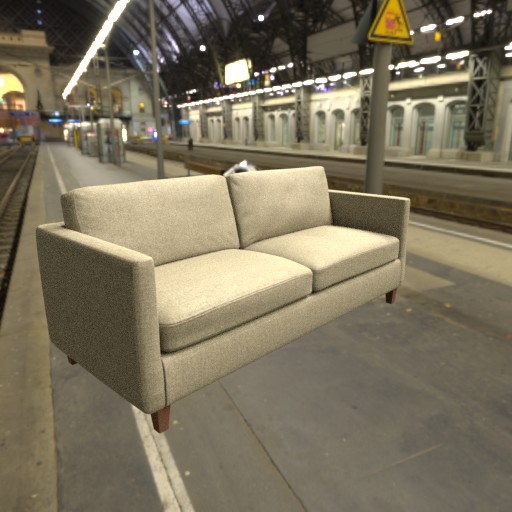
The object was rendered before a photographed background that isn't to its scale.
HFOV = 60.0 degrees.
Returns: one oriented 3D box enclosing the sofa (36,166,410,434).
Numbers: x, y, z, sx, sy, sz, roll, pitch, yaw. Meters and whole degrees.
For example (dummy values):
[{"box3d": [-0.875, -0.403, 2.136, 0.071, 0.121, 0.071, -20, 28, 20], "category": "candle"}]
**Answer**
[{"box3d": [0.000, 0.000, 2.694, 0.956, 0.960, 2.208, 14, 21, 42], "category": "sofa"}]
